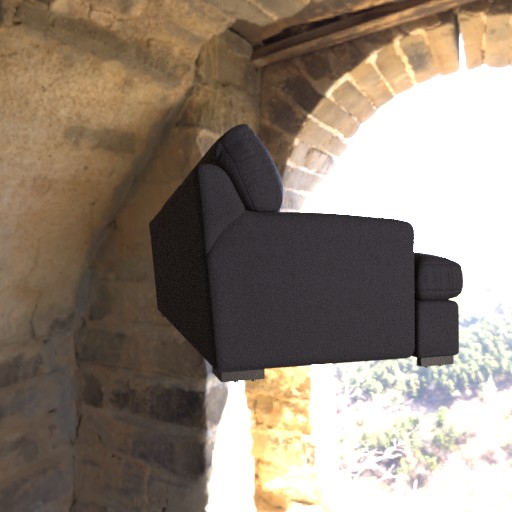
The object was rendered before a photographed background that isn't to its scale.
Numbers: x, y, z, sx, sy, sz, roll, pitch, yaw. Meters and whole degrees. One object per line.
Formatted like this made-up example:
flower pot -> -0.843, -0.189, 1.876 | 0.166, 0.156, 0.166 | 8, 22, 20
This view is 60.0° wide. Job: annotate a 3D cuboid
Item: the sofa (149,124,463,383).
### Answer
sofa -> 0.000, 0.000, 2.738 | 1.140, 0.950, 2.271 | 0, -1, -18
